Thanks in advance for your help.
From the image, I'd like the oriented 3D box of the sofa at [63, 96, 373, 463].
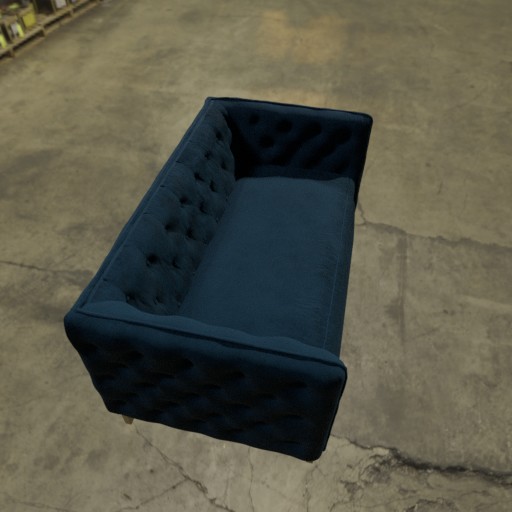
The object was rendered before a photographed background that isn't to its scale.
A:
[{"bbox_3d":[0.000,0.000,2.085,0.909,0.810,1.583,10,47,9],"label":"sofa"}]
